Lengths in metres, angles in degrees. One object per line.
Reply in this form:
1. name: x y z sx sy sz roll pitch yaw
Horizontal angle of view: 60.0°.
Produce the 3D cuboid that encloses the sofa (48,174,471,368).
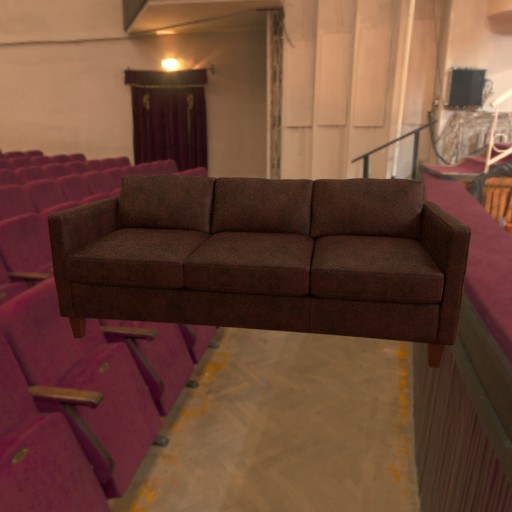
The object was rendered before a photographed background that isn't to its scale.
1. sofa: 0.000 0.000 3.004 2.464 1.006 1.045 3 16 9
